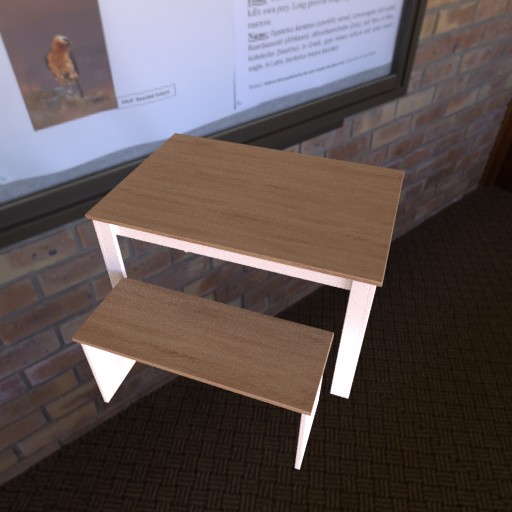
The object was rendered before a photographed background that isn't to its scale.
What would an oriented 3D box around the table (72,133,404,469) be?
[{"bbox_3d":[0.000,0.000,2.016,1.100,0.700,1.443,13,43,15],"label":"table"}]
